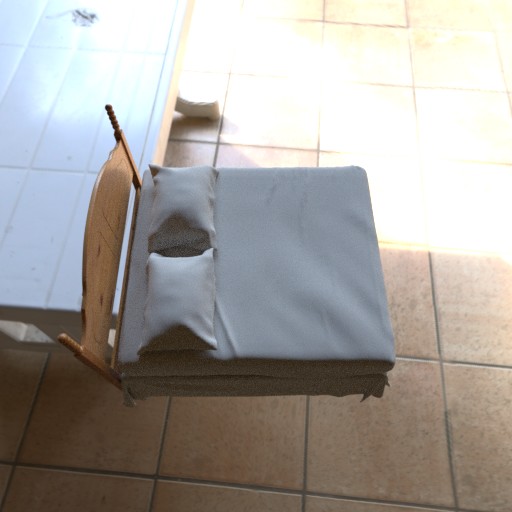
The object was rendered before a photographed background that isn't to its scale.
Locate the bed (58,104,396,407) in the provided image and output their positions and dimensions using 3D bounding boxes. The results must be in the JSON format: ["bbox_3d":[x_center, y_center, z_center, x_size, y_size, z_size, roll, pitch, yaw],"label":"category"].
[{"bbox_3d":[0.000,0.000,3.198,2.040,1.356,1.873,0,62,0],"label":"bed"}]
